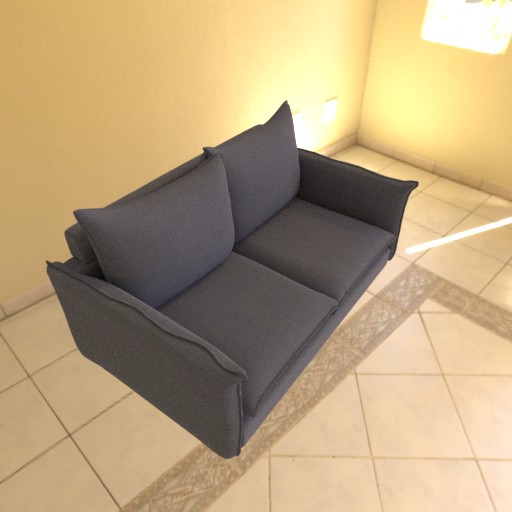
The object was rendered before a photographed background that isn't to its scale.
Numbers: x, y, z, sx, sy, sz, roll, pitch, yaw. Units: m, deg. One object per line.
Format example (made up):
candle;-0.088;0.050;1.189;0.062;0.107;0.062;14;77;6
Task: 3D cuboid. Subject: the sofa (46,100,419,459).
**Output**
sofa;0.000;0.000;1.798;0.820;0.840;1.300;25;45;27
